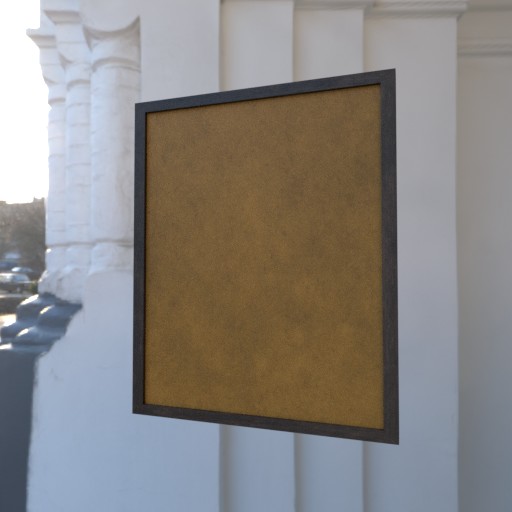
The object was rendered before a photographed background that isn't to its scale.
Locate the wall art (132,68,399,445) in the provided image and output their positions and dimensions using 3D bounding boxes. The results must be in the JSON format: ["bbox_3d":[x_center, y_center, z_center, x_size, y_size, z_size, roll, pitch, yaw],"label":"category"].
[{"bbox_3d":[0.000,0.000,0.541,0.329,0.406,0.027,-1,-2,18],"label":"wall art"}]
